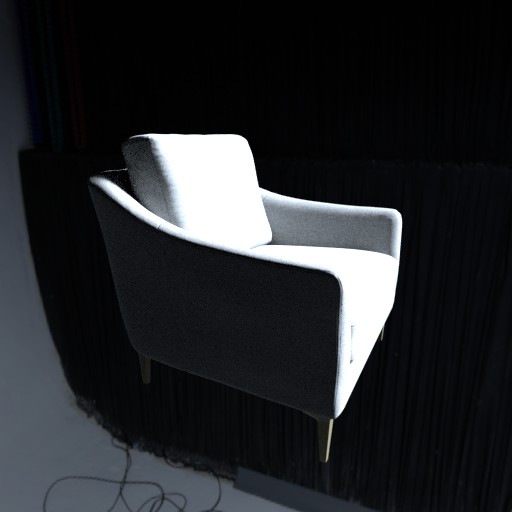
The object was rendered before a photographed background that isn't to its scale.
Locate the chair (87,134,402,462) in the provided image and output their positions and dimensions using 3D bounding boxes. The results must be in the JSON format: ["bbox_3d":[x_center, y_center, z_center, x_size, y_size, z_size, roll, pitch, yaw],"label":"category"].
[{"bbox_3d":[0.000,0.000,1.702,0.961,0.902,0.986,7,17,24],"label":"chair"}]
